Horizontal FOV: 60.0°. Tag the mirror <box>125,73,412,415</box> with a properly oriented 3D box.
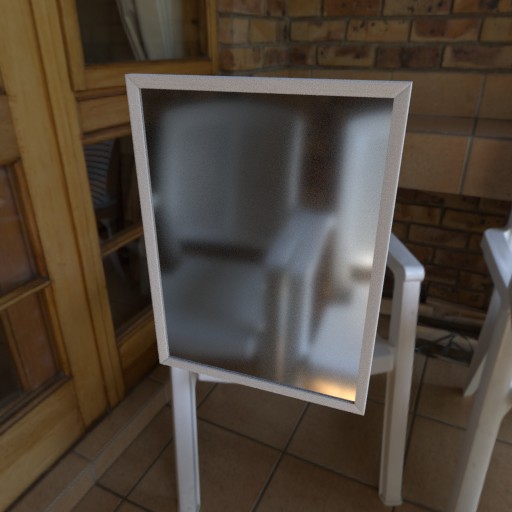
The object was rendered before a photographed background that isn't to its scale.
[{"bbox_3d":[0.000,0.000,1.357,0.762,1.016,0.040,9,28,18],"label":"mirror"}]
